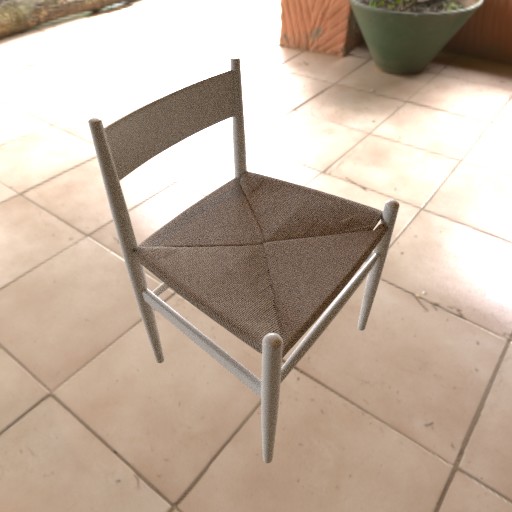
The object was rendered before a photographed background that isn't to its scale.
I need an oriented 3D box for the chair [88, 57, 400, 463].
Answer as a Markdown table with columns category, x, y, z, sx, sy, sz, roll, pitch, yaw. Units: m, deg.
| category | x | y | z | sx | sy | sz | roll | pitch | yaw |
| --- | --- | --- | --- | --- | --- | --- | --- | --- | --- |
| chair | 0.000 | 0.000 | 1.118 | 0.495 | 0.762 | 0.556 | 26 | 48 | 26 |
